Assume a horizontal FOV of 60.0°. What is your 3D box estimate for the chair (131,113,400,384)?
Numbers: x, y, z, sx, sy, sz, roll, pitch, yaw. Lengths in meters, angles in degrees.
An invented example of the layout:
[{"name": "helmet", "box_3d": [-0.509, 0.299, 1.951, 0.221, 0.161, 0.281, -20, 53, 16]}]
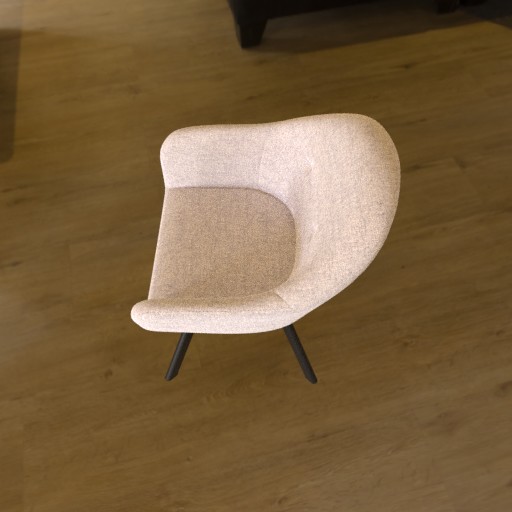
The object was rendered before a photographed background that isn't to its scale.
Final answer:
[{"name": "chair", "box_3d": [0.000, 0.000, 1.193, 0.570, 0.780, 0.540, 1, 58, 1]}]
